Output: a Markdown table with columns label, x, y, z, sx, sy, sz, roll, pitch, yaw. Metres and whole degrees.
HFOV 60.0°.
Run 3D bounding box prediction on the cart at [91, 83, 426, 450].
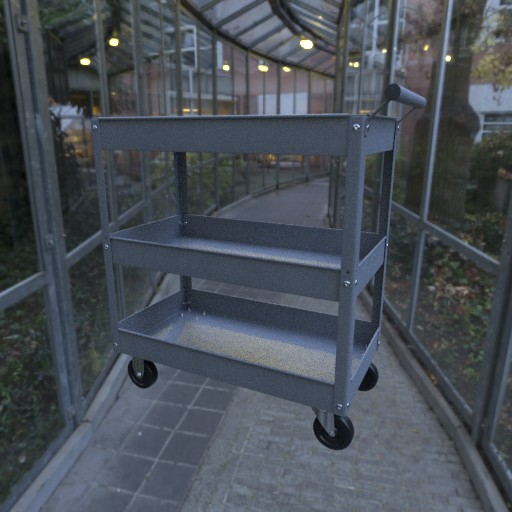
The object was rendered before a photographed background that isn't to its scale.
| label | x | y | z | sx | sy | sz | roll | pitch | yaw |
| --- | --- | --- | --- | --- | --- | --- | --- | --- | --- |
| cart | 0.000 | 0.000 | 1.150 | 0.719 | 0.780 | 0.366 | 8 | 18 | 25 |
